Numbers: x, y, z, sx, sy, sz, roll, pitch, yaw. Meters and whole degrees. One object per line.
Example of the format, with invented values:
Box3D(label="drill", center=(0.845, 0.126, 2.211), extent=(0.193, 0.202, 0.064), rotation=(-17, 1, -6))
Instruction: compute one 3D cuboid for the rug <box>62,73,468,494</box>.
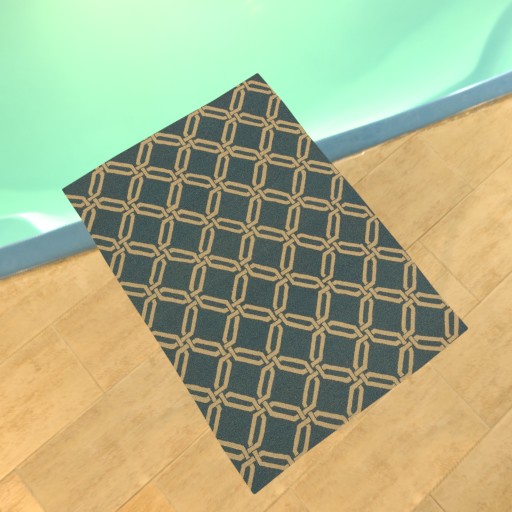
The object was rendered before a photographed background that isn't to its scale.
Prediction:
Box3D(label="rug", center=(0.000, 0.000, 2.669), extent=(1.524, 0.013, 2.135), rotation=(-34, 77, -9))
